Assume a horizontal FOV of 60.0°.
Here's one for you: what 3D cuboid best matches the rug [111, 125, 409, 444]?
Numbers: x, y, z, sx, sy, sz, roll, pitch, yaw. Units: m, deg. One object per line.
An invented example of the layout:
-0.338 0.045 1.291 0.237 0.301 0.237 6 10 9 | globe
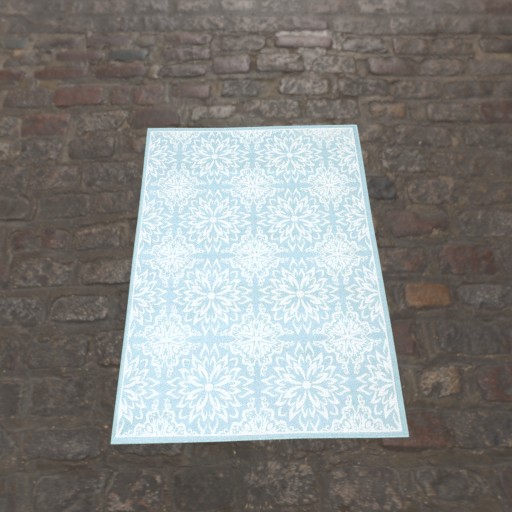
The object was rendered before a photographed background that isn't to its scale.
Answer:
0.000 0.000 2.855 1.589 0.014 2.205 -1 63 -1 | rug
